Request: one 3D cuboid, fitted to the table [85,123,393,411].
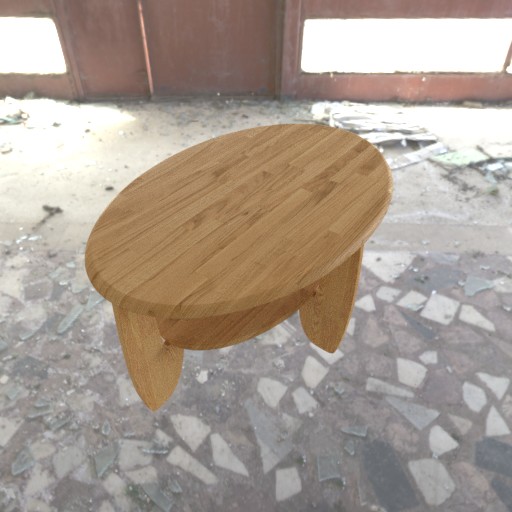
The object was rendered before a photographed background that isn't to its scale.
[{"bbox_3d":[0.000,0.000,1.402,0.690,0.490,1.040,26,47,27],"label":"table"}]
